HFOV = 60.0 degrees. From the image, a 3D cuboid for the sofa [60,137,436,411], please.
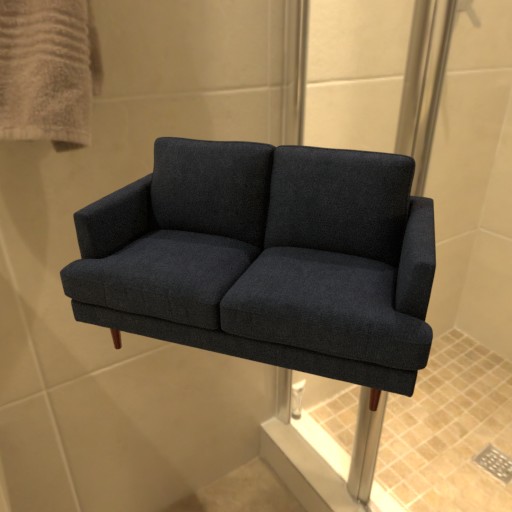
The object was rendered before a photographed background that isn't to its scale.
[{"bbox_3d":[0.000,0.000,2.111,1.582,0.944,0.903,9,28,17],"label":"sofa"}]
